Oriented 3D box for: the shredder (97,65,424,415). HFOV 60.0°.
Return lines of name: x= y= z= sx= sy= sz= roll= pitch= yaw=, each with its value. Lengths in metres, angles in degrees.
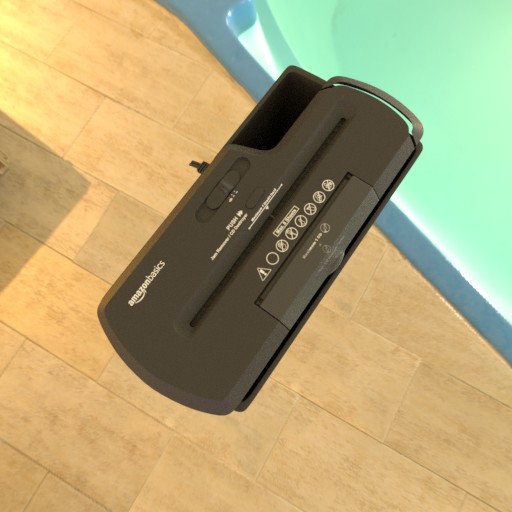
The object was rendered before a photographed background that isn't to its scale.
shredder: x=0.000 y=0.000 z=0.515 sx=0.170 sy=0.335 sz=0.320 roll=35 pitch=79 yaw=8
